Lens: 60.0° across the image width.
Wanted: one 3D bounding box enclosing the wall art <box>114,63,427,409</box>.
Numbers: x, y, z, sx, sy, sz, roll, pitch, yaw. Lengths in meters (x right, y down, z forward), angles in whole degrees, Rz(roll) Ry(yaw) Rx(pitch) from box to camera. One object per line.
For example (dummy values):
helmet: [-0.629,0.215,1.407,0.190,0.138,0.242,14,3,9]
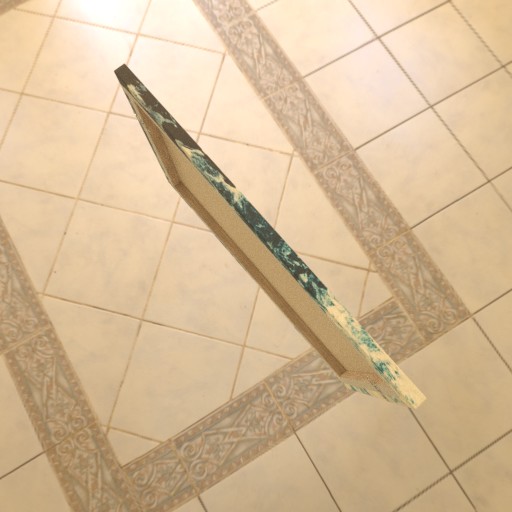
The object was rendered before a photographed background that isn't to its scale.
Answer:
wall art: [0.000,0.000,1.953,0.055,1.017,1.524,-40,80,-9]
